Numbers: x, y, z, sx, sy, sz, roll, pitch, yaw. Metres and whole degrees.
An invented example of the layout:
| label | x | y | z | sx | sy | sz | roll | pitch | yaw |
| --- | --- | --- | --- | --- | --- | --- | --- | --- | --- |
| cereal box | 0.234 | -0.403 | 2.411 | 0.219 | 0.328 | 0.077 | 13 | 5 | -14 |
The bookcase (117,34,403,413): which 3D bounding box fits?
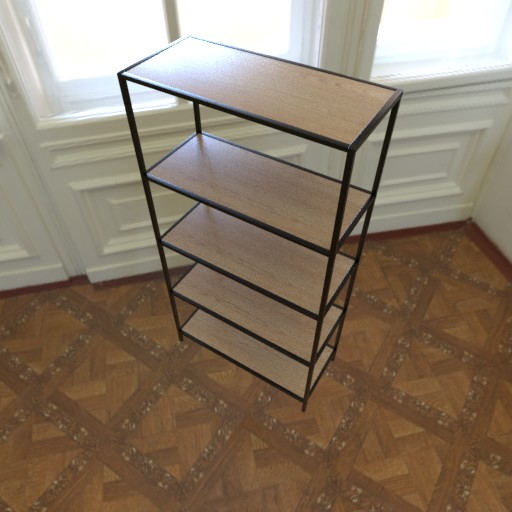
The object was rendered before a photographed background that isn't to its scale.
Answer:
| label | x | y | z | sx | sy | sz | roll | pitch | yaw |
| --- | --- | --- | --- | --- | --- | --- | --- | --- | --- |
| bookcase | 0.000 | 0.000 | 1.843 | 0.770 | 1.500 | 0.350 | 24 | 52 | 21 |
